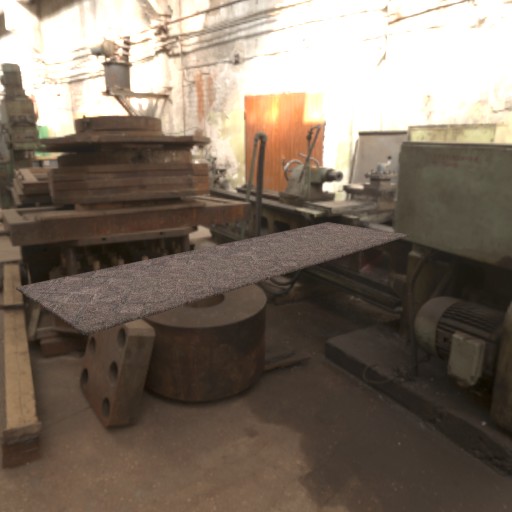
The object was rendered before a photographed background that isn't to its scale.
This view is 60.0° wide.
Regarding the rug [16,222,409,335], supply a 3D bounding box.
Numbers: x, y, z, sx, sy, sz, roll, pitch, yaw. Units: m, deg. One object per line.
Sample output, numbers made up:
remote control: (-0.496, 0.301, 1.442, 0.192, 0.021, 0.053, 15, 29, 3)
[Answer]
rug: (0.000, 0.000, 2.492, 2.296, 0.011, 0.691, -14, 20, -43)
